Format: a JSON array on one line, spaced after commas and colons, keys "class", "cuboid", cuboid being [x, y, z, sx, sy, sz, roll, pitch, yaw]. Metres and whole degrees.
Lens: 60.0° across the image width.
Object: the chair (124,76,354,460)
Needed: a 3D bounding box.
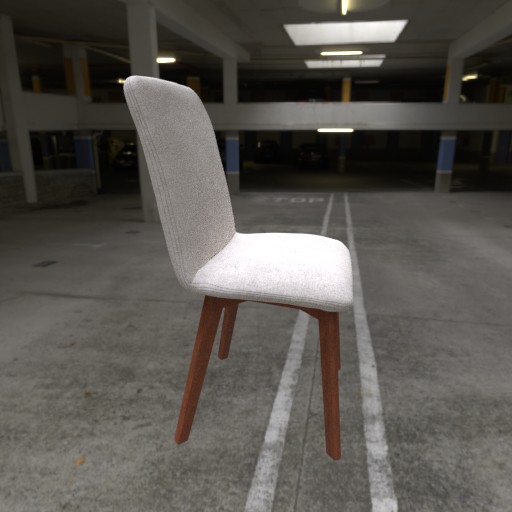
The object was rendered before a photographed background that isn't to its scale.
[{"class": "chair", "cuboid": [0.000, 0.000, 1.318, 0.563, 0.974, 0.522, 3, 17, 10]}]
